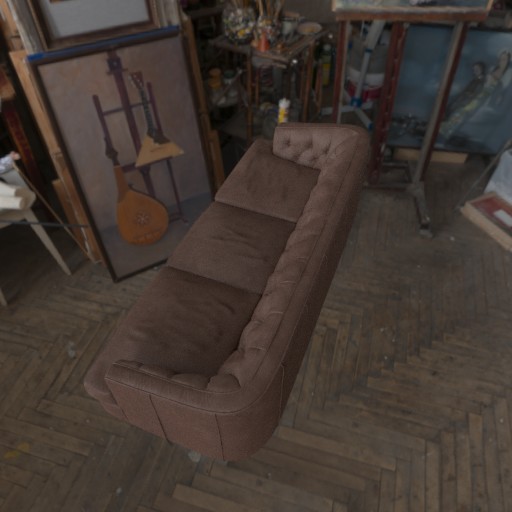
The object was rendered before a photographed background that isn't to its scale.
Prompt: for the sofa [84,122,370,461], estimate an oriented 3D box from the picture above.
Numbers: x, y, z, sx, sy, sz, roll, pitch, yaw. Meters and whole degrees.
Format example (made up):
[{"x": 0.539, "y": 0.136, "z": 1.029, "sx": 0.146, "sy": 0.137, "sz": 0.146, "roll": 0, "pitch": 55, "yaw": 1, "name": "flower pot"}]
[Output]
[{"x": 0.000, "y": 0.000, "z": 2.691, "sx": 0.927, "sy": 0.787, "sz": 2.227, "roll": 16, "pitch": 50, "yaw": 15, "name": "sofa"}]
